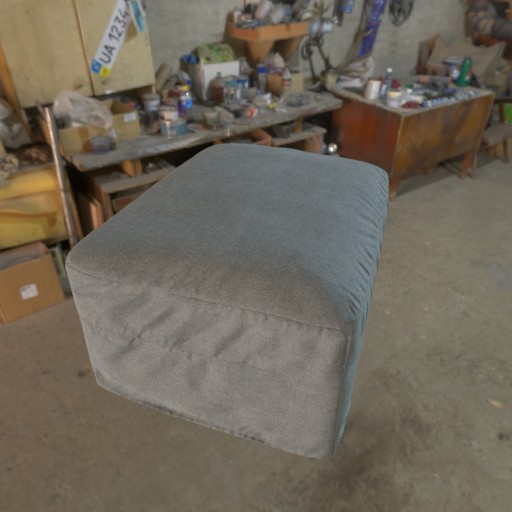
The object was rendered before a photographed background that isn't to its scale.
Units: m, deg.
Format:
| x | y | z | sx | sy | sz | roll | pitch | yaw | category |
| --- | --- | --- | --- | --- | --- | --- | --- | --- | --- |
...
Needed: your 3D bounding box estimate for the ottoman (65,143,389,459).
| x | y | z | sx | sy | sz | roll | pitch | yaw | category |
| --- | --- | --- | --- | --- | --- | --- | --- | --- | --- |
| 0.000 | 0.000 | 1.282 | 0.683 | 0.481 | 0.837 | 10 | 34 | 16 | ottoman |
